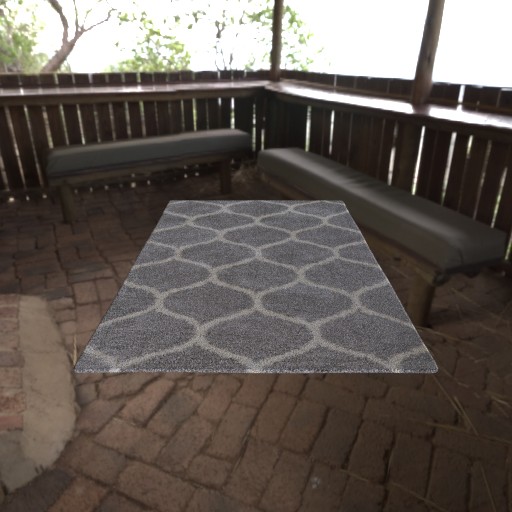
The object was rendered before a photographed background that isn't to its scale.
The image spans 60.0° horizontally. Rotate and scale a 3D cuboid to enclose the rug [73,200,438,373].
[{"bbox_3d":[0.000,0.000,3.388,1.801,0.026,2.701,0,25,0],"label":"rug"}]
